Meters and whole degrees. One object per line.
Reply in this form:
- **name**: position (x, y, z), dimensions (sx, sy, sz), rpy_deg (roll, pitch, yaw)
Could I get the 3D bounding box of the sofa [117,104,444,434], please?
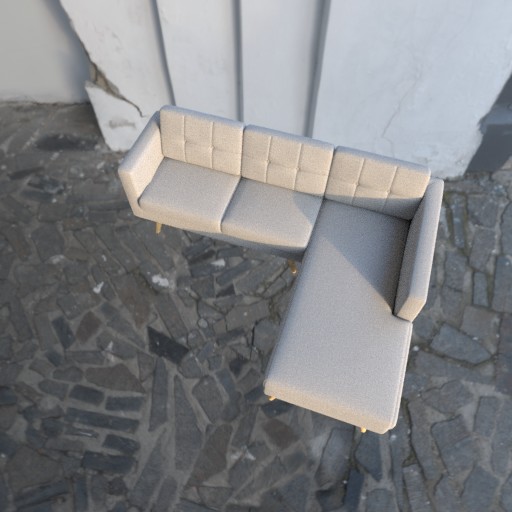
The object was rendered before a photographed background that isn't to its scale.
- **sofa**: position (0.000, 0.000, 2.832), dimensions (2.040, 0.860, 1.530), rpy_deg (16, 60, 10)
